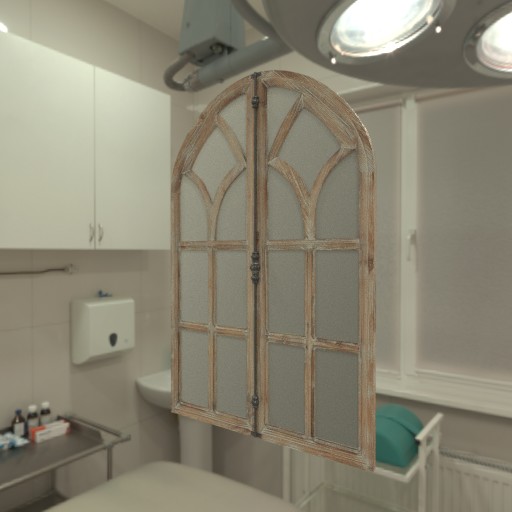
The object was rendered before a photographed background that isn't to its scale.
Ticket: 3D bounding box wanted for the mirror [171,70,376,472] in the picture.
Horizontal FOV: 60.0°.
[{"bbox_3d":[0.000,0.000,1.111,0.609,0.915,0.032,0,1,36],"label":"mirror"}]
